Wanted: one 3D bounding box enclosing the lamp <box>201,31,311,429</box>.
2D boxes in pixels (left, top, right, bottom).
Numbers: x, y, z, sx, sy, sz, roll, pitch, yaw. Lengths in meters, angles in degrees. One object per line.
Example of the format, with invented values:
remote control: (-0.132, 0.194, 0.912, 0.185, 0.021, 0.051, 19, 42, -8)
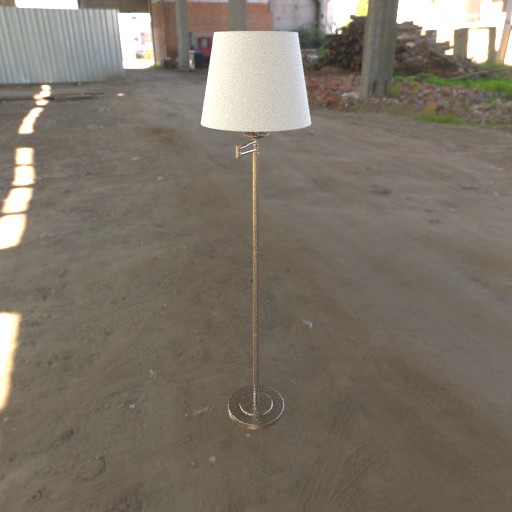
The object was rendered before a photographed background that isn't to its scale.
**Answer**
lamp: (0.000, 0.000, 1.637, 0.355, 1.473, 0.355, 0, 25, 0)
